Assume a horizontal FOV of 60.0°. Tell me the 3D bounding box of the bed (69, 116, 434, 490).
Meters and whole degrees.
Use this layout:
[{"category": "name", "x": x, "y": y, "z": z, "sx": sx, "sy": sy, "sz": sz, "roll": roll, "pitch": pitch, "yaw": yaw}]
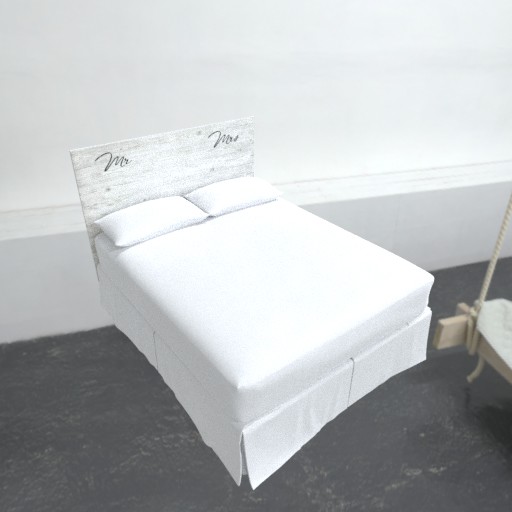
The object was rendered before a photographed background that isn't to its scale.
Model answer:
[{"category": "bed", "x": 0.000, "y": 0.000, "z": 3.162, "sx": 1.745, "sy": 1.335, "sz": 2.094, "roll": -21, "pitch": 37, "yaw": -31}]
